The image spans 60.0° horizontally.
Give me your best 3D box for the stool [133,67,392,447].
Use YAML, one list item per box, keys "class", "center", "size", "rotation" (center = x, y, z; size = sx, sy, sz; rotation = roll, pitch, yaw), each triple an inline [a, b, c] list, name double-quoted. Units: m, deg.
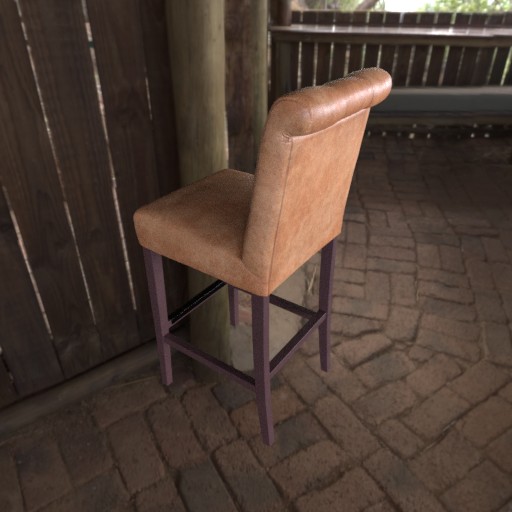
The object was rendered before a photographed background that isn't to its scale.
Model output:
- class: "stool"
  center: [0.000, 0.000, 1.449]
  size: [0.601, 1.140, 0.493]
  rotation: [20, 37, 30]
